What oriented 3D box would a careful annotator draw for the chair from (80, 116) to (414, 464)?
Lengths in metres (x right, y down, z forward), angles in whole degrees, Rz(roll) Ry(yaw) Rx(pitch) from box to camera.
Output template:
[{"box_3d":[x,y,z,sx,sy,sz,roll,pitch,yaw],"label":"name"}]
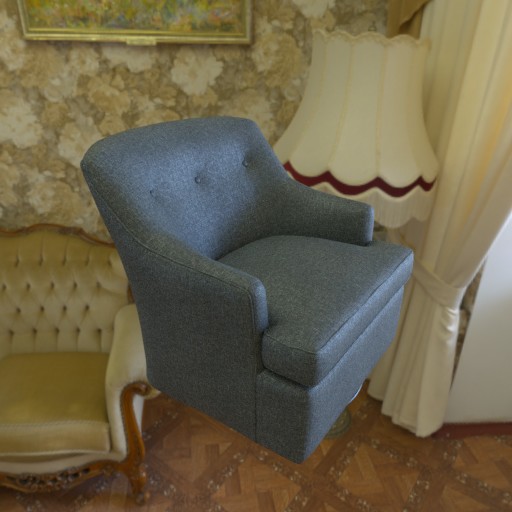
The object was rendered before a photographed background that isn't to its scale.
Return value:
[{"box_3d":[0.000,0.000,1.587,0.923,0.856,0.864,17,30,32],"label":"chair"}]
